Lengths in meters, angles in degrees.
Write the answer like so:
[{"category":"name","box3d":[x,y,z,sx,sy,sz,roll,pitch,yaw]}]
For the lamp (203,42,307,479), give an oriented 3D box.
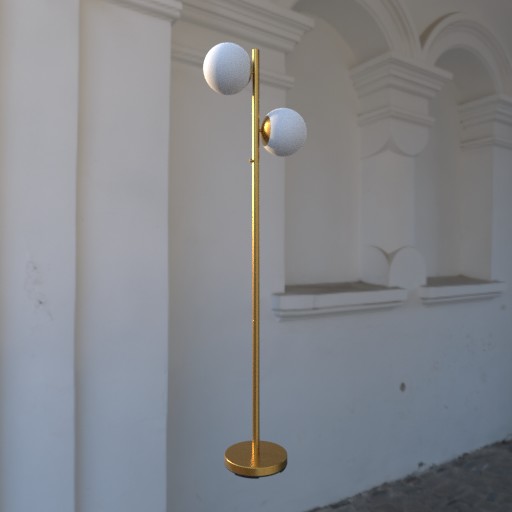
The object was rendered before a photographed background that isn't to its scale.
[{"category":"lamp","box3d":[0.000,0.000,1.757,0.419,1.641,0.249,0,0,-17]}]
